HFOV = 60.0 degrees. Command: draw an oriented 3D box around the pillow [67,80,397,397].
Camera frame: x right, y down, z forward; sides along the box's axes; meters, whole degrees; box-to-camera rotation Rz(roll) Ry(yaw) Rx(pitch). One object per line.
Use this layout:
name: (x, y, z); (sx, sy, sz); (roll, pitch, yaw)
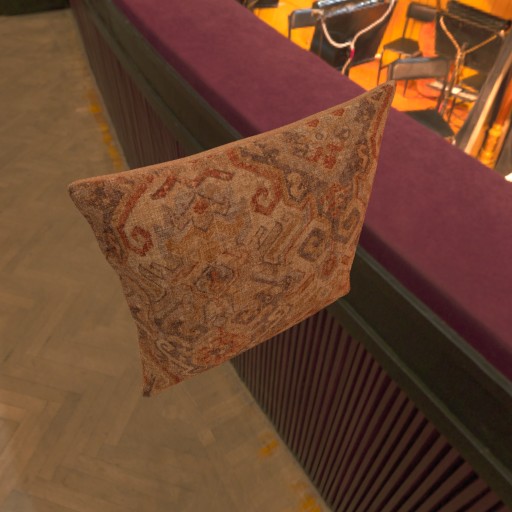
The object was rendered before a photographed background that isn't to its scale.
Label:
pillow: (0.000, 0.000, 0.781); (0.523, 0.506, 0.166); (-24, 51, -21)
